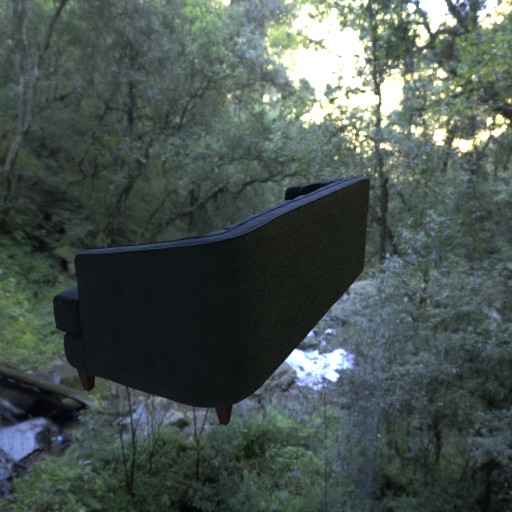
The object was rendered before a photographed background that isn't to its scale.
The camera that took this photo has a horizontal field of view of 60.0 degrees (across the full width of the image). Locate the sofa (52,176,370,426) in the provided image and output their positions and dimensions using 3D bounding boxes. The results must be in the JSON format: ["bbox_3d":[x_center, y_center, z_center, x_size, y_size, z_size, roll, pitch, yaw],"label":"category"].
[{"bbox_3d":[0.000,0.000,2.729,0.941,0.855,2.278,8,19,26],"label":"sofa"}]
